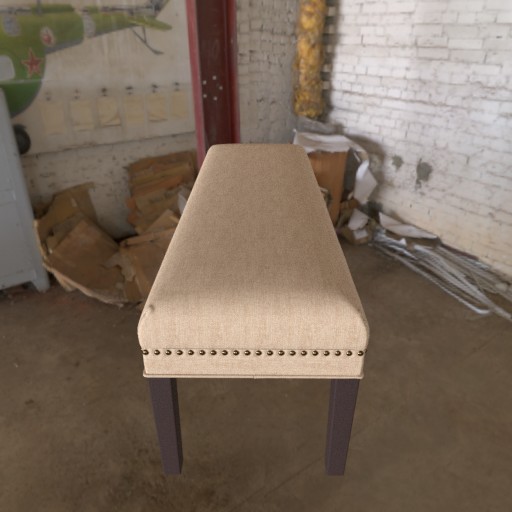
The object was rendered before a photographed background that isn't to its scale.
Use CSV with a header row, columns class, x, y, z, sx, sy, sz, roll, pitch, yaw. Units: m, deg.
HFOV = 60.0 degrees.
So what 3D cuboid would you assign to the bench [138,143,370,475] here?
class,x,y,z,sx,sy,sz,roll,pitch,yaw
bench,0.000,0.000,1.385,0.410,0.457,1.219,0,28,0
